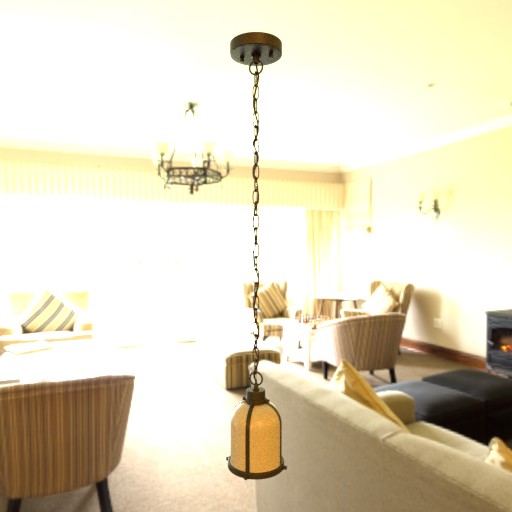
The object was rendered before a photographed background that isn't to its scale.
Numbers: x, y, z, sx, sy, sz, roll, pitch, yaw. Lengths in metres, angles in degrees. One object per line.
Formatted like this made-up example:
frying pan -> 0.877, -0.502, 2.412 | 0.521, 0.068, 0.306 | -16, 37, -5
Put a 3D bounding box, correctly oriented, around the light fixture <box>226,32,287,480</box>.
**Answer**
light fixture -> 0.000, 0.000, 1.244 | 0.178, 1.181, 0.178 | 0, 1, 18
